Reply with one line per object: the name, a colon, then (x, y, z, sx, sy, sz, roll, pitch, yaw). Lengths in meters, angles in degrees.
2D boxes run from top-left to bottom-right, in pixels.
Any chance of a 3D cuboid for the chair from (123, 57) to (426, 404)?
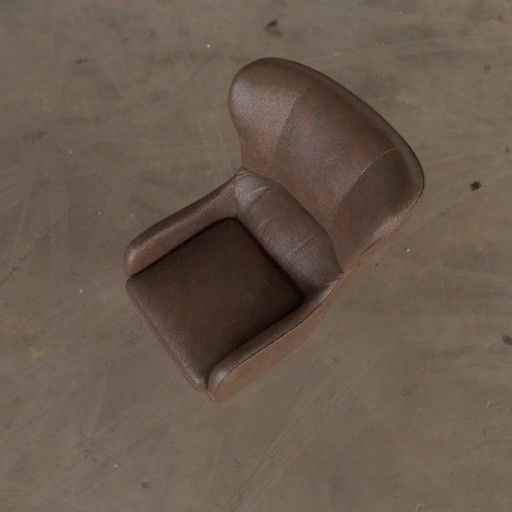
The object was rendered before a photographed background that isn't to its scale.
chair: (0.000, 0.000, 1.640, 0.914, 1.048, 0.692, -35, 69, -16)
